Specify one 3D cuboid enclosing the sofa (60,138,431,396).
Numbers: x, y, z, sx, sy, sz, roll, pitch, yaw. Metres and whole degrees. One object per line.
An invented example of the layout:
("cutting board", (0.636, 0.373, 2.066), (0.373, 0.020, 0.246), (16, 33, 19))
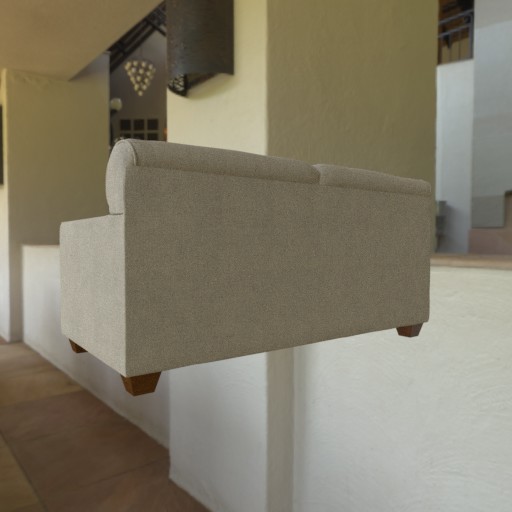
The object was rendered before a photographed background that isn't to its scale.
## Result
("sofa", (0.000, 0.000, 2.440), (1.846, 0.958, 0.998), (-1, 2, -36))
